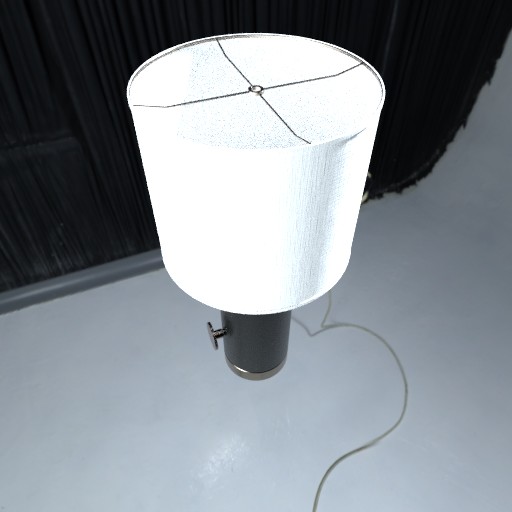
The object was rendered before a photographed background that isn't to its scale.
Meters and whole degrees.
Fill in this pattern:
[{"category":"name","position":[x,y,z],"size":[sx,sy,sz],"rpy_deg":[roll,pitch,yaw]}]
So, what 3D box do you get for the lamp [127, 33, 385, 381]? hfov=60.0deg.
[{"category":"lamp","position":[0.000,0.000,0.595],"size":[0.240,0.482,0.241],"rpy_deg":[-16,48,-15]}]
